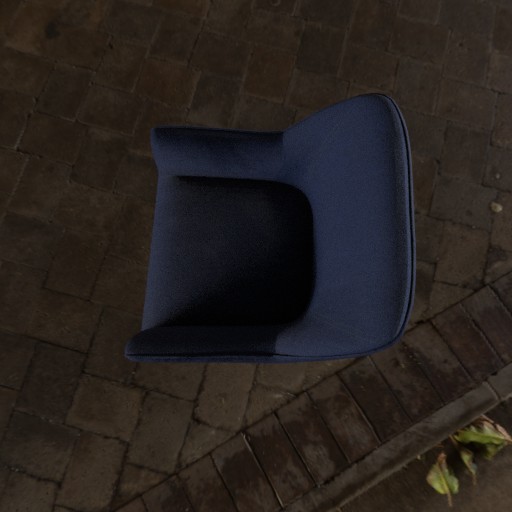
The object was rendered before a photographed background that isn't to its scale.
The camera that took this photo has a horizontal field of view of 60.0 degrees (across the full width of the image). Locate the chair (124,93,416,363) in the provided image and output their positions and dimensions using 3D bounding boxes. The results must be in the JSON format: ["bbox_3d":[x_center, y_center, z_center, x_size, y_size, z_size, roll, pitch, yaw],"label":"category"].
[{"bbox_3d":[0.000,0.000,1.224,0.600,0.820,0.600,3,75,1],"label":"chair"}]
